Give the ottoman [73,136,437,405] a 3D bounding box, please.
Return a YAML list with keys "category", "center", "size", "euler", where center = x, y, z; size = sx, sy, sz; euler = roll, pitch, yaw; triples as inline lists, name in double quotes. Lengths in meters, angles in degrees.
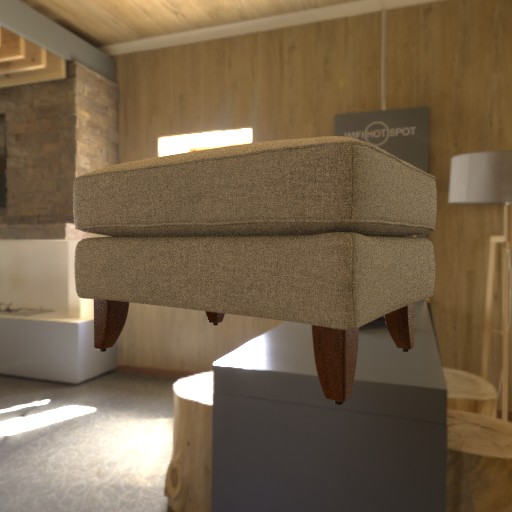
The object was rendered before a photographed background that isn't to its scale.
- category: "ottoman"
  center: [0.000, 0.000, 1.291]
  size: [0.889, 0.561, 0.661]
  euler: [1, 2, 34]
